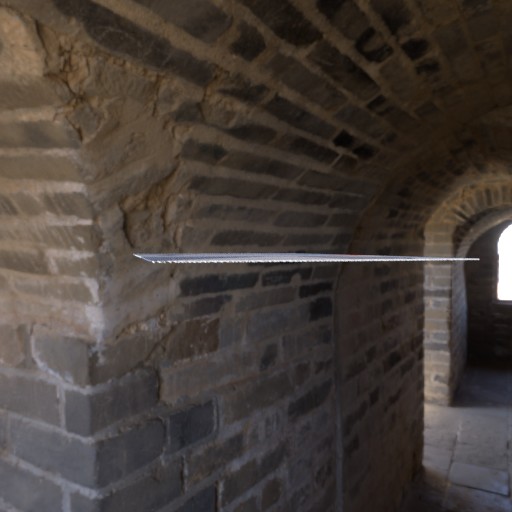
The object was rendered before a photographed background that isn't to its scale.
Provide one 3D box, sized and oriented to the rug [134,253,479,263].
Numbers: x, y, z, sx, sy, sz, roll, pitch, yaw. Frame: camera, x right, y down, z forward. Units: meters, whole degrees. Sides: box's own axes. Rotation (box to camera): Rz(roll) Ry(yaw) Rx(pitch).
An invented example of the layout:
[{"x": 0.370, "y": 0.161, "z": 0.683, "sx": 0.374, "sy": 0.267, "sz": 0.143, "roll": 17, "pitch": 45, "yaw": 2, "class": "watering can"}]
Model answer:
[{"x": 0.000, "y": 0.000, "z": 2.372, "sx": 1.220, "sy": 0.005, "sz": 1.828, "roll": 0, "pitch": 1, "yaw": -17, "class": "rug"}]
